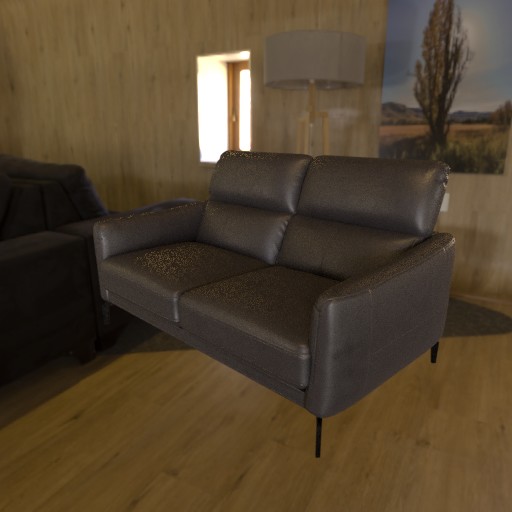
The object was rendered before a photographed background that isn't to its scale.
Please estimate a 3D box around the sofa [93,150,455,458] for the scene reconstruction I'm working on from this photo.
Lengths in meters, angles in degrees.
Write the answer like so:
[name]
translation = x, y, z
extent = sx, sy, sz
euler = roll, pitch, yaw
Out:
[sofa]
translation = 0.000, 0.000, 2.126
extent = 1.596, 0.920, 0.958
euler = 15, 22, 43
